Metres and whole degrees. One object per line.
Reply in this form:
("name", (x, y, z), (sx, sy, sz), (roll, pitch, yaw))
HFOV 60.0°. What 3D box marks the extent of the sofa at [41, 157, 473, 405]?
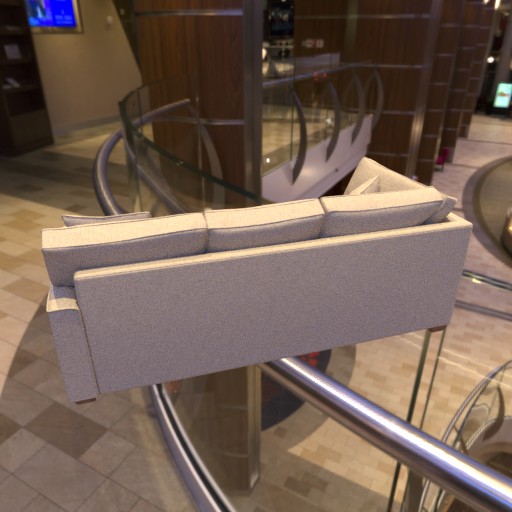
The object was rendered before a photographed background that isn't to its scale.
("sofa", (0.000, 0.000, 2.803), (2.317, 0.962, 1.061), (-8, 28, -15))
